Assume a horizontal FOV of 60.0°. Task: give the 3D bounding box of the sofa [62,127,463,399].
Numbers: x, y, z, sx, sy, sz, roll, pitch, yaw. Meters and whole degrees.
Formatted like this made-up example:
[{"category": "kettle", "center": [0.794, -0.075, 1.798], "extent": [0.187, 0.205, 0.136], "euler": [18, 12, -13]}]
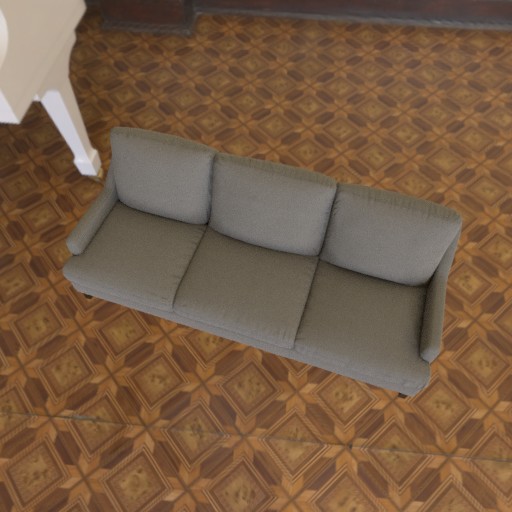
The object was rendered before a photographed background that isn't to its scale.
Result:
[{"category": "sofa", "center": [0.000, 0.000, 2.833], "extent": [2.344, 0.926, 0.987], "euler": [16, 59, 10]}]
